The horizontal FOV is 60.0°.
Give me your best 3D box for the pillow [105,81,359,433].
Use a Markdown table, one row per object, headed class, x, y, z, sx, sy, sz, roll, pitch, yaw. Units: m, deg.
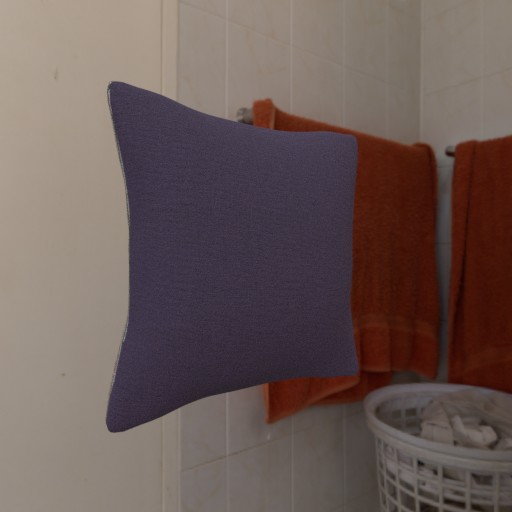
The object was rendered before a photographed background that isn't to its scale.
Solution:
| class | x | y | z | sx | sy | sz | roll | pitch | yaw |
| --- | --- | --- | --- | --- | --- | --- | --- | --- | --- |
| pillow | 0.000 | 0.000 | 0.647 | 0.437 | 0.419 | 0.136 | 0 | 0 | -36 |
